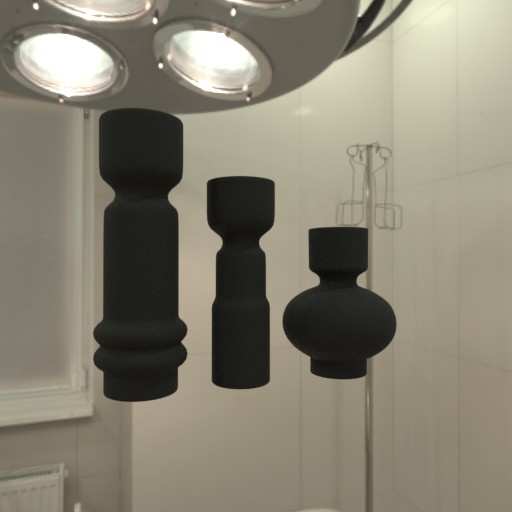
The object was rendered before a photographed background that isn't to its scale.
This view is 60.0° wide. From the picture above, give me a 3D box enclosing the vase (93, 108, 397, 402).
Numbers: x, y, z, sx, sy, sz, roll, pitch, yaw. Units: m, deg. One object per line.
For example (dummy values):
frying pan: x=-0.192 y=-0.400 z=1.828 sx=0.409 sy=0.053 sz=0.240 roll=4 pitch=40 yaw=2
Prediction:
vase: x=0.000 y=0.000 z=0.445 sx=0.307 sy=0.249 sz=0.120 roll=0 pitch=-1 yaw=-20
